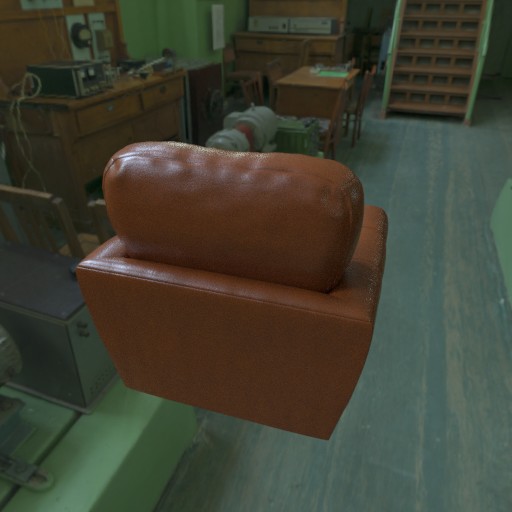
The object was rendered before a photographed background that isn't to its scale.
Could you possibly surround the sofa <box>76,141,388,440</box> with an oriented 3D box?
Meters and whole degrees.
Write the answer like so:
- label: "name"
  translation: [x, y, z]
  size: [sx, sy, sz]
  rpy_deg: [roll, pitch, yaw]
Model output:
- label: "sofa"
  translation: [0.000, 0.000, 1.499]
  size: [0.836, 0.876, 0.789]
  rpy_deg: [9, 33, 15]
